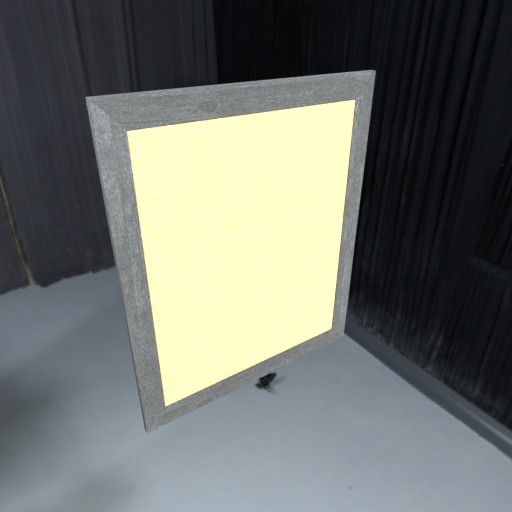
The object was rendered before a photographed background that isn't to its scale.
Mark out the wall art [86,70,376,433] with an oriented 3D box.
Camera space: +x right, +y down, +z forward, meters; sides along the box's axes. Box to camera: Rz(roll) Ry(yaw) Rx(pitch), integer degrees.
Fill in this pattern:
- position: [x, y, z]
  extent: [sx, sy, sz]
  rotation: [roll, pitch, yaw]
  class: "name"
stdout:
- position: [0.000, 0.000, 0.772]
  extent: [0.476, 0.570, 0.013]
  rotation: [-18, 34, -29]
  class: "wall art"
